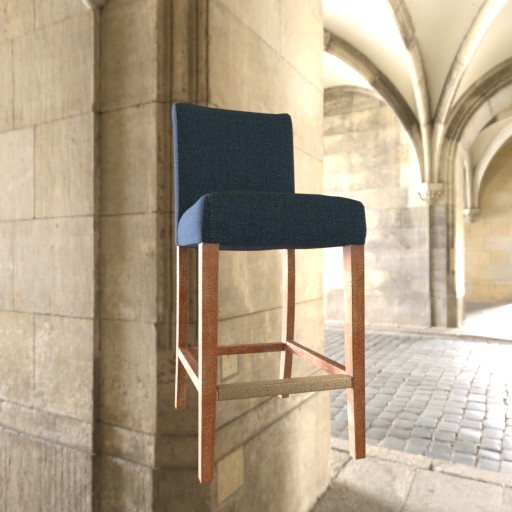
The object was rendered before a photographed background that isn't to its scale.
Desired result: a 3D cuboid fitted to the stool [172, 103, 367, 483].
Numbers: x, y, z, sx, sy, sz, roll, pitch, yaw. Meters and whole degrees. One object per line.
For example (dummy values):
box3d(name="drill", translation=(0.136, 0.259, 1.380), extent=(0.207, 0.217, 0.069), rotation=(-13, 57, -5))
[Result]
box3d(name="stool", translation=(0.000, 0.000, 1.330), extent=(0.454, 1.039, 0.567), rotation=(0, 0, -18))
